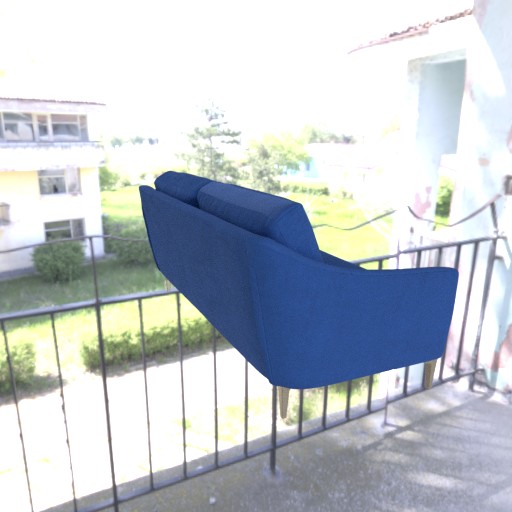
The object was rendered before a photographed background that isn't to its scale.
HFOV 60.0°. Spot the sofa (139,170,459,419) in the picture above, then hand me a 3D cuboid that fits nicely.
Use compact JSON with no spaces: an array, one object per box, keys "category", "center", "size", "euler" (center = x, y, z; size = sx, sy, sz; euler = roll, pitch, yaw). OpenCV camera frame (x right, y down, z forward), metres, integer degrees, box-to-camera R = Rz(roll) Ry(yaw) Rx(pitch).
[{"category":"sofa","center":[0.000,0.000,2.588],"size":[0.960,0.903,2.036],"euler":[-8,18,-26]}]
